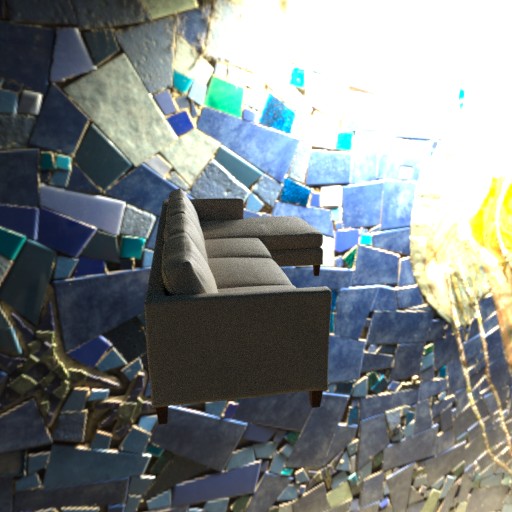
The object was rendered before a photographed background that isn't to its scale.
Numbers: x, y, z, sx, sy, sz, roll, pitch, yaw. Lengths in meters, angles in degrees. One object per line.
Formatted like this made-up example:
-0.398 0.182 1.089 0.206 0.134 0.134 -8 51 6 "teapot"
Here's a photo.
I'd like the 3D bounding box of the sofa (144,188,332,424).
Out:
0.000 0.000 3.766 1.625 0.846 3.186 -3 16 -10 "sofa"
